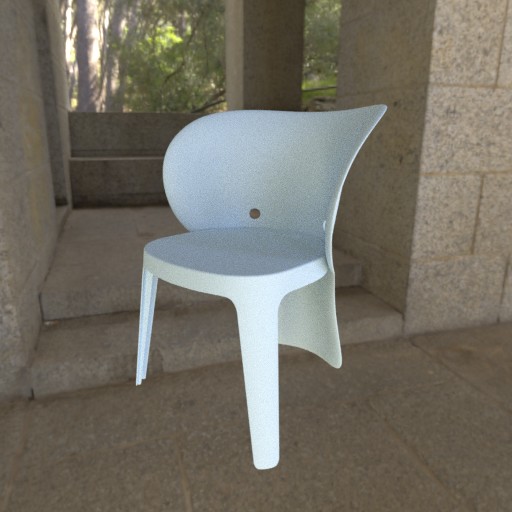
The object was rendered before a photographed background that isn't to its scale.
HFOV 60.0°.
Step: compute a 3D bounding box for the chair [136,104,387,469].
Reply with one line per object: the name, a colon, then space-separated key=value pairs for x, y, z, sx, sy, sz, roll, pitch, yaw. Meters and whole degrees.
chair: x=0.000 y=0.000 z=0.857 sx=0.451 sy=0.554 sz=0.402 roll=14 pitch=21 yaw=41
